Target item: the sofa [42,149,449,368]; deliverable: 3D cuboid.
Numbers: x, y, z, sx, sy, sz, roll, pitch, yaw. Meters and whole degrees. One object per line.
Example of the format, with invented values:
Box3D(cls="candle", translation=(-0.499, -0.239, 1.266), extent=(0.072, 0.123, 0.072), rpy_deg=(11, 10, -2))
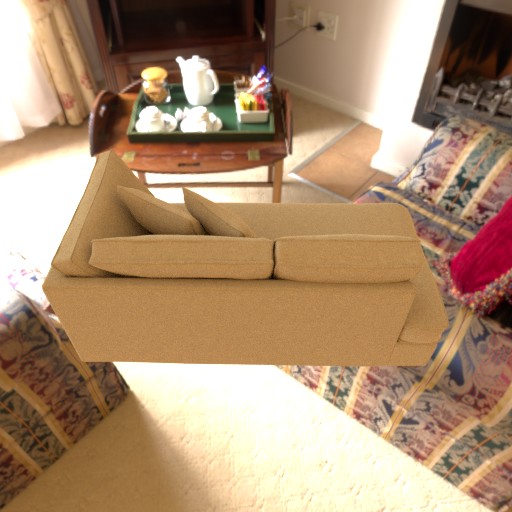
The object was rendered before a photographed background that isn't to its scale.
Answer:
Box3D(cls="sofa", translation=(0.000, 0.000, 2.884), extent=(2.237, 1.033, 1.110), rpy_deg=(1, 47, 1))
